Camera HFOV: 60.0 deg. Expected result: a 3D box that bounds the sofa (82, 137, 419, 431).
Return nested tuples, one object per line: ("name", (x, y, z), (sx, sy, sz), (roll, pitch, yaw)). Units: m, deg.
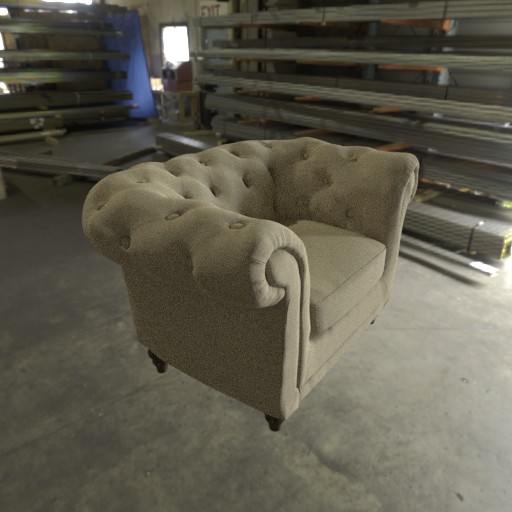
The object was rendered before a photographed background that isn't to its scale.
("sofa", (0.000, 0.000, 2.018), (1.034, 0.878, 1.405), (17, 30, 32))
